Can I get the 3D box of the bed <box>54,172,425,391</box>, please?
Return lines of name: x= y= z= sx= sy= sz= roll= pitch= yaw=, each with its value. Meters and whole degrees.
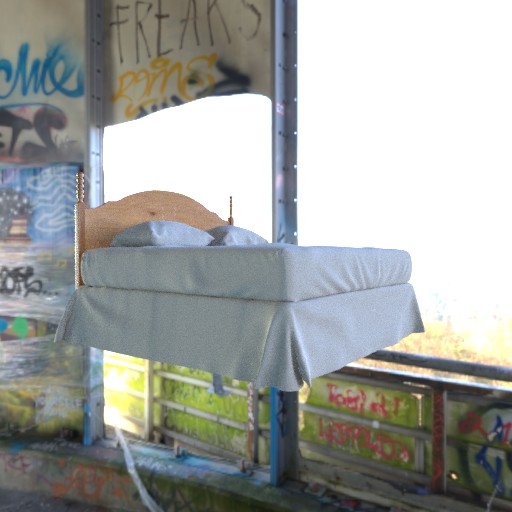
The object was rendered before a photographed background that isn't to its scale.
bed: x=0.000 y=0.000 z=3.664 sx=2.219 sy=1.355 sz=2.322 roll=0 pitch=1 yaw=38
